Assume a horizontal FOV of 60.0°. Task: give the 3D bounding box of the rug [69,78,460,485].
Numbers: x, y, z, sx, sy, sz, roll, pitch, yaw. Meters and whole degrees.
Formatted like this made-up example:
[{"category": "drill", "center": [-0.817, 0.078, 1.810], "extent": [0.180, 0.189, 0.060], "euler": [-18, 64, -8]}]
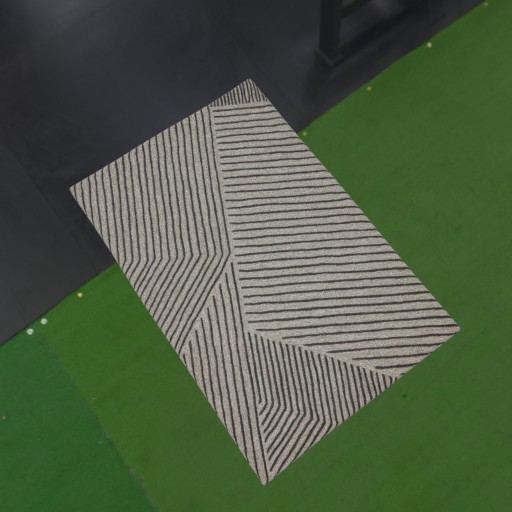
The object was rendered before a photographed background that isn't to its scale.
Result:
[{"category": "rug", "center": [0.000, 0.000, 2.350], "extent": [1.237, 0.019, 1.842], "euler": [-35, 77, -9]}]
